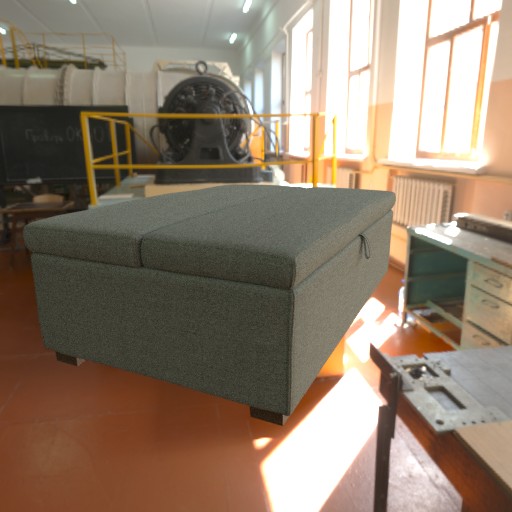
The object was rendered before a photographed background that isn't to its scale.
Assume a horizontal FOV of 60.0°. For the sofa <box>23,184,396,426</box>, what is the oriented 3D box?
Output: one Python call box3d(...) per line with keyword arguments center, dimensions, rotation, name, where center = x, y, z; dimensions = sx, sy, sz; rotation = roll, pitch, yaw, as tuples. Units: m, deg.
box3d(center=(0.000, 0.000, 1.603), dimensions=(0.817, 0.434, 1.250), rotation=(7, 16, 25), name="sofa")
